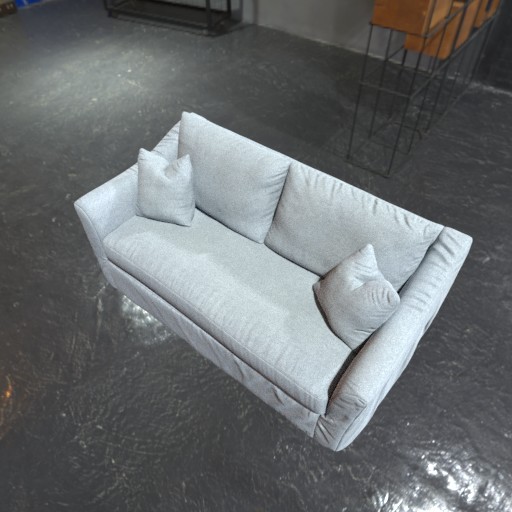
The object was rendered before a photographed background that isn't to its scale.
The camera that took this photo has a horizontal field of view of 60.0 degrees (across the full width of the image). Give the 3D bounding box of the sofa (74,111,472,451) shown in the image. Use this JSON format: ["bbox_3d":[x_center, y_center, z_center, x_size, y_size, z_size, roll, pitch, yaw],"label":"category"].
[{"bbox_3d":[0.000,0.000,2.640,2.010,1.018,1.072,31,54,25],"label":"sofa"}]
